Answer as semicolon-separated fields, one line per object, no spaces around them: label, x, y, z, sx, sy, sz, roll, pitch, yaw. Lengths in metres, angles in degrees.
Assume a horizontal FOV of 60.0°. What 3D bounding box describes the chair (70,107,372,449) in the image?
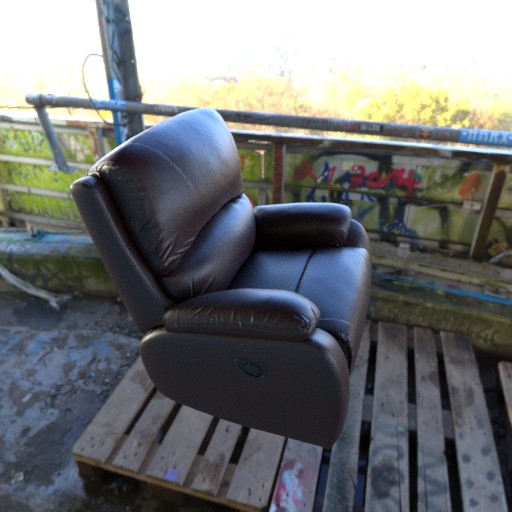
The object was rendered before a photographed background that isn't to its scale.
chair;0.000;0.000;1.743;0.899;1.011;0.930;9;31;16
